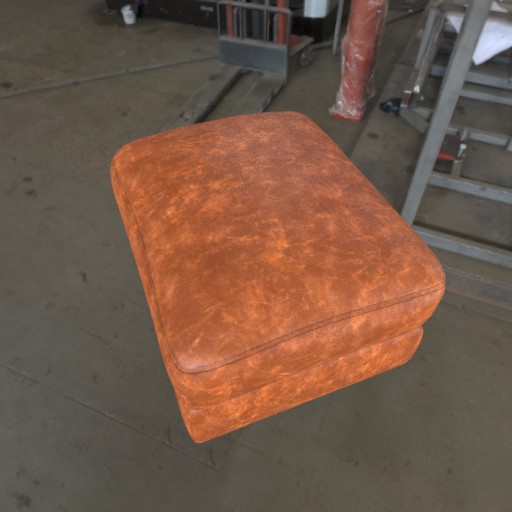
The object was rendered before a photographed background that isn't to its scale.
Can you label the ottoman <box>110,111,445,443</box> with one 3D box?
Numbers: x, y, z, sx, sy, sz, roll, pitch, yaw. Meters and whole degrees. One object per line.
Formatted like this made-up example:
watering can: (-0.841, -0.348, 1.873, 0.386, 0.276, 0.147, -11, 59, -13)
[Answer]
ottoman: (0.000, 0.000, 1.269, 0.657, 0.562, 0.832, -16, 49, -15)
